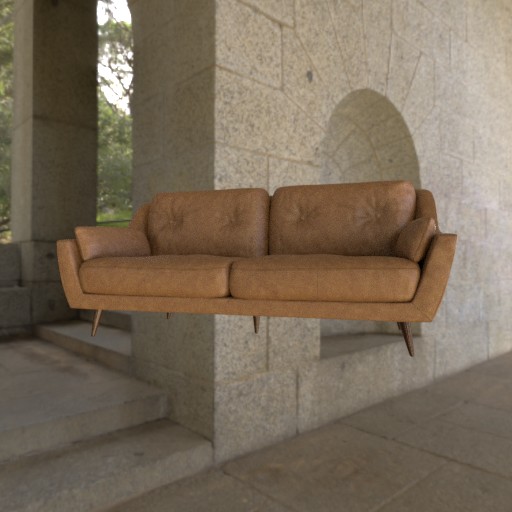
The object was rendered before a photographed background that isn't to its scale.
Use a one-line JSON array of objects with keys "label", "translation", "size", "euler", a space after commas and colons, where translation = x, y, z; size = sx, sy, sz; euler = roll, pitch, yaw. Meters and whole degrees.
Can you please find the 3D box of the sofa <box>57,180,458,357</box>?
[{"label": "sofa", "translation": [0.000, 0.000, 2.395], "size": [1.902, 0.839, 0.904], "euler": [0, 0, 18]}]
